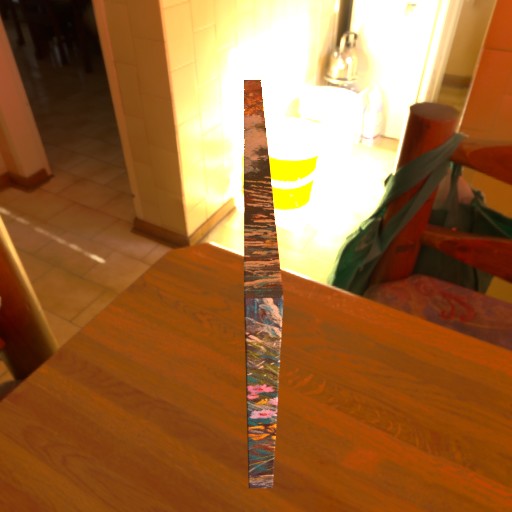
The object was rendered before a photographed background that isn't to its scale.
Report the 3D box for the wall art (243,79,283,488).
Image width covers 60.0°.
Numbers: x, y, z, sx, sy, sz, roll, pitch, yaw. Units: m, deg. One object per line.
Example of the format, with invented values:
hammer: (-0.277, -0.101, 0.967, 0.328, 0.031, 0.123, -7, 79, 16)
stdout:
wall art: (0.000, 0.000, 0.774, 0.037, 0.406, 0.610, -1, 40, -1)
